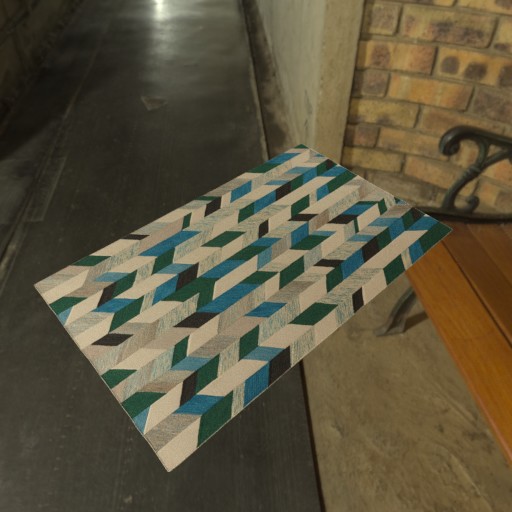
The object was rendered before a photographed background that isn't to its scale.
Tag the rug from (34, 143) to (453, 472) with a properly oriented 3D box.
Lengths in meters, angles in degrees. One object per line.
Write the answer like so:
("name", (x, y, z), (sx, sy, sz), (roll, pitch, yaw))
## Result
("rug", (0.000, 0.000, 2.980), (2.433, 0.007, 1.507), (-33, 55, -27))
